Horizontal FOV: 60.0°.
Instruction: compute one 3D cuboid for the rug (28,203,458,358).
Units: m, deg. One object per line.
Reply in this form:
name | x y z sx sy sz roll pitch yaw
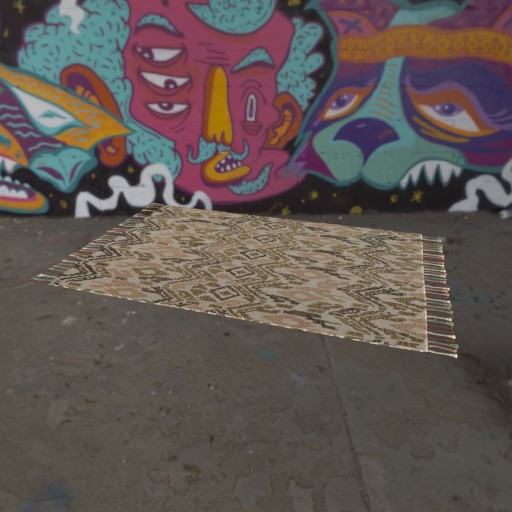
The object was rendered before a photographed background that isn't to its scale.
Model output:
rug | 0.000 0.000 3.005 2.438 0.008 1.524 8 27 16
